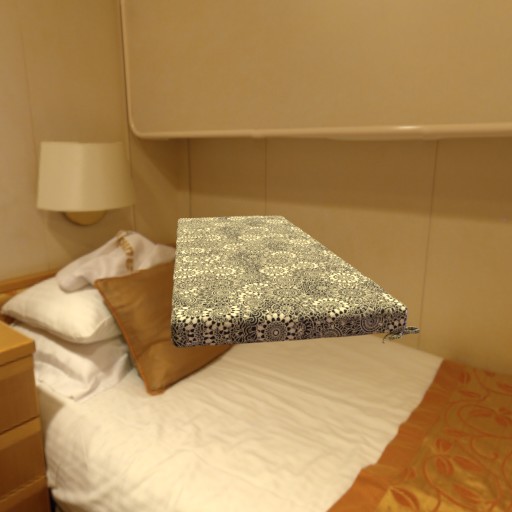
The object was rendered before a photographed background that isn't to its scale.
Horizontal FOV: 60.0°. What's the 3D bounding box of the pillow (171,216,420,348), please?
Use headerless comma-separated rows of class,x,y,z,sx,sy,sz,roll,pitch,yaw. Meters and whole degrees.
pillow,0.000,0.000,1.373,0.492,0.081,1.187,-2,14,-9
